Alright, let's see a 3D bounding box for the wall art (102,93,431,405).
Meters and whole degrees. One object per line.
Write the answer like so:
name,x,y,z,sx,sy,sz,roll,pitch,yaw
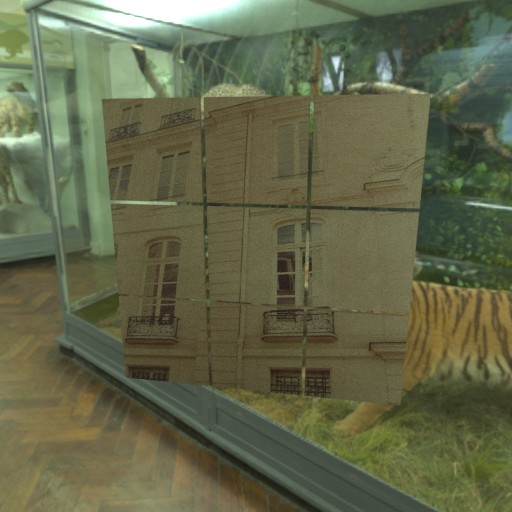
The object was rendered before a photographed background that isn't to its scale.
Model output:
wall art,0.000,0.000,1.795,1.221,1.218,0.024,3,15,10
